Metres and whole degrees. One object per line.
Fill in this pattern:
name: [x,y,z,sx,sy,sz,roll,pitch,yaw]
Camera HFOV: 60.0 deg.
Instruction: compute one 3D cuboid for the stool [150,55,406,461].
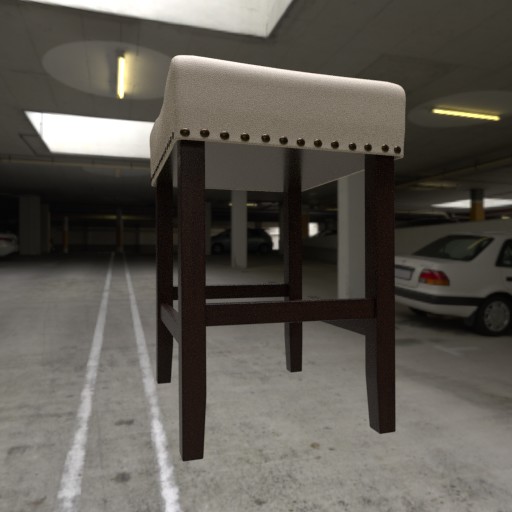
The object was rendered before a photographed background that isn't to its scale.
stool: [0.000,0.000,0.919,0.401,0.609,0.471,0,0,-18]
